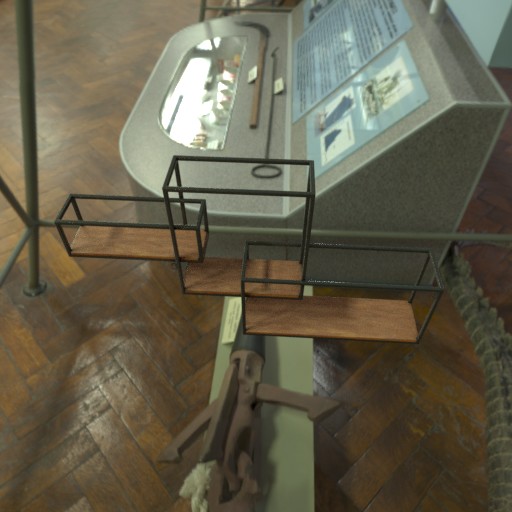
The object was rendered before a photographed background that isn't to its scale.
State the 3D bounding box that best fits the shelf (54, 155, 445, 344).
[{"bbox_3d":[0.000,0.000,2.179,1.781,0.972,0.275,3,46,3],"label":"shelf"}]
